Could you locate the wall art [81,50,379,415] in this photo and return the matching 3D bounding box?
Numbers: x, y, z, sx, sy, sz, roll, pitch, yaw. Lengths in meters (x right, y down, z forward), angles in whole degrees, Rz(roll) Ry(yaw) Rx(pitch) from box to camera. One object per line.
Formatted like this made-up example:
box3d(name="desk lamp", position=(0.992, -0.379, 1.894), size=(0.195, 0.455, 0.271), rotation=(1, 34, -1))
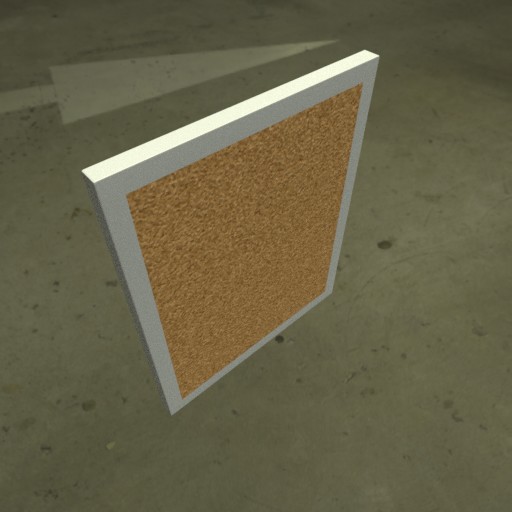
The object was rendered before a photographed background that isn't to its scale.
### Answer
box3d(name="wall art", position=(0.000, 0.000, 0.752), size=(0.454, 0.556, 0.028), rotation=(-33, 55, -27))
